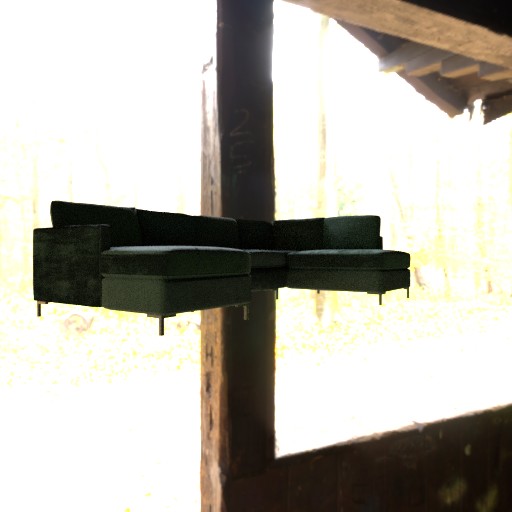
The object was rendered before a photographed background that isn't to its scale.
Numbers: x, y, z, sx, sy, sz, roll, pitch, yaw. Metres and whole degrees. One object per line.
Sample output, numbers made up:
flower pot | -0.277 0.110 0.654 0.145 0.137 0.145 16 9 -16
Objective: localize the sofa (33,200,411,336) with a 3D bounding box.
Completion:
sofa | 0.000 0.000 4.397 2.055 0.992 3.434 0 0 36
